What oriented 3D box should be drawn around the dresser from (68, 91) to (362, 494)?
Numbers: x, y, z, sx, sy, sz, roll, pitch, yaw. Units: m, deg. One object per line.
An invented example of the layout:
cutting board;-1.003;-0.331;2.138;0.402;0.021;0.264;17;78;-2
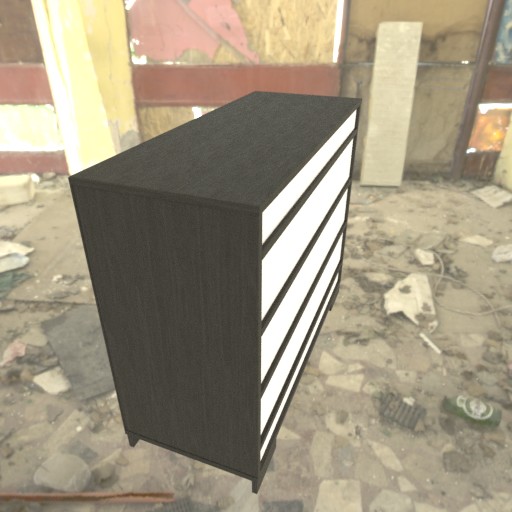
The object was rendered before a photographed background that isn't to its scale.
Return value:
dresser;0.000;0.000;1.411;0.404;0.816;0.994;11;32;18
